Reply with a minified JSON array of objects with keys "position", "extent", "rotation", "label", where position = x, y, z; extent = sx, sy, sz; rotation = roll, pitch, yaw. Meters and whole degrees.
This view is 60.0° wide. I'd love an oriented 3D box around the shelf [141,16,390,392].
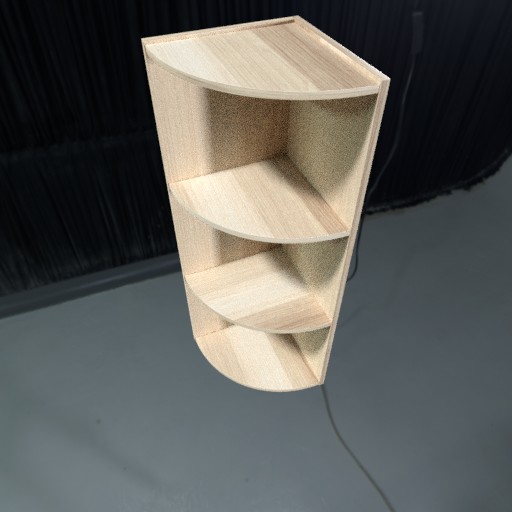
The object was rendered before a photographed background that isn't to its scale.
[{"position":[0.000,0.000,0.991],"extent":[0.290,0.872,0.290],"rotation":[-17,48,-16],"label":"shelf"}]
